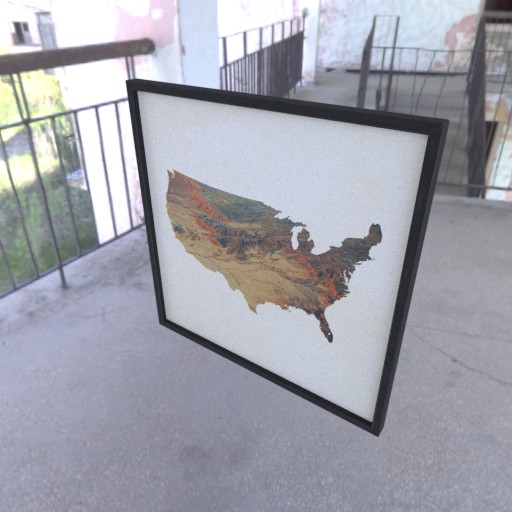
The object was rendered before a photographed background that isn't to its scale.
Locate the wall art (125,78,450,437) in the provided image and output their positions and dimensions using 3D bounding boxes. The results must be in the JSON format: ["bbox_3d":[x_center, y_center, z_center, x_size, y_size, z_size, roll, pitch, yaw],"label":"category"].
[{"bbox_3d":[0.000,0.000,0.440,0.304,0.303,0.015,20,35,30],"label":"wall art"}]
